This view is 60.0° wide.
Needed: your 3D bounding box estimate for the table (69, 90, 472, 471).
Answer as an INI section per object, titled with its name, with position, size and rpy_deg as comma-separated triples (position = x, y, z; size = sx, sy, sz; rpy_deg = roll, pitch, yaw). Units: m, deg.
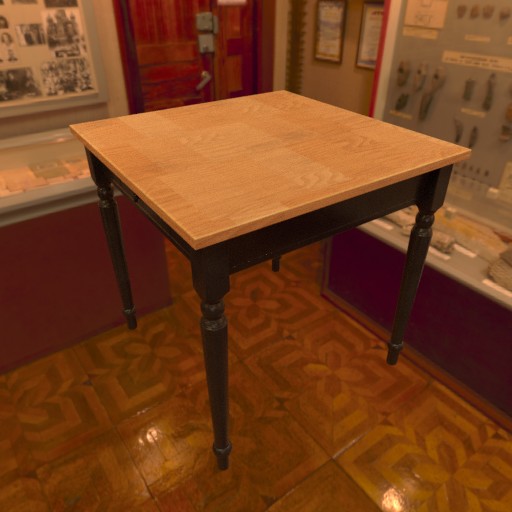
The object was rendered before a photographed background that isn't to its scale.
[table]
position = 0.000, 0.000, 1.348
size = 0.747, 0.738, 0.747
rpy_deg = -20, 38, -28
